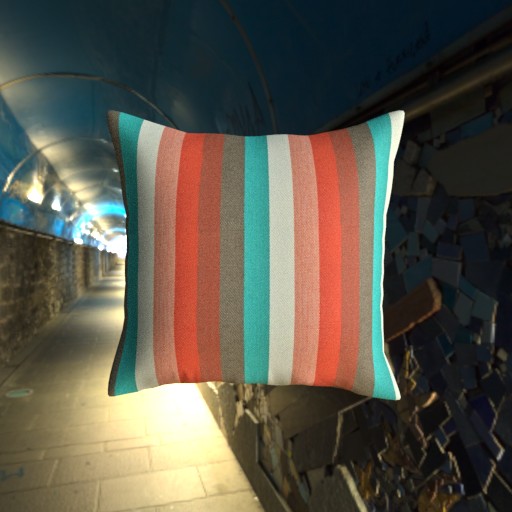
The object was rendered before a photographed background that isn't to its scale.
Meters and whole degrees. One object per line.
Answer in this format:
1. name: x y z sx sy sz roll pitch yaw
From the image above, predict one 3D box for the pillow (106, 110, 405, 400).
1. pillow: 0.000 0.000 0.678 0.453 0.443 0.168 0 0 -1
